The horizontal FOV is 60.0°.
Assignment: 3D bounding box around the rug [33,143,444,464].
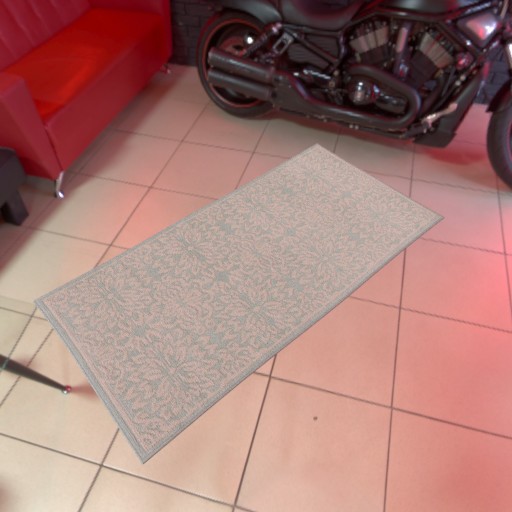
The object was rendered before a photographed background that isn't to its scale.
[{"bbox_3d":[0.000,0.000,1.417,1.219,0.007,0.604,-33,56,-27],"label":"rug"}]
